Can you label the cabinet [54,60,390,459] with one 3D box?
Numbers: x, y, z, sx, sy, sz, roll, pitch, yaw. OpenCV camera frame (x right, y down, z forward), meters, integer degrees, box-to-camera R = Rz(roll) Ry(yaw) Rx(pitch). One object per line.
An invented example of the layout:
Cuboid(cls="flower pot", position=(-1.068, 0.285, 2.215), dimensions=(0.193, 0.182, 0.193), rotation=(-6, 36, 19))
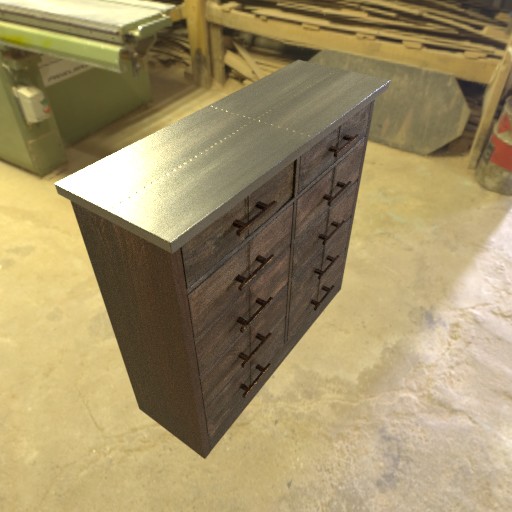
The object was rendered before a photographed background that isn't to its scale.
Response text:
Cuboid(cls="cabinet", position=(0.000, 0.000, 1.445), dimensions=(0.338, 0.919, 0.968), rotation=(25, 47, 26))
